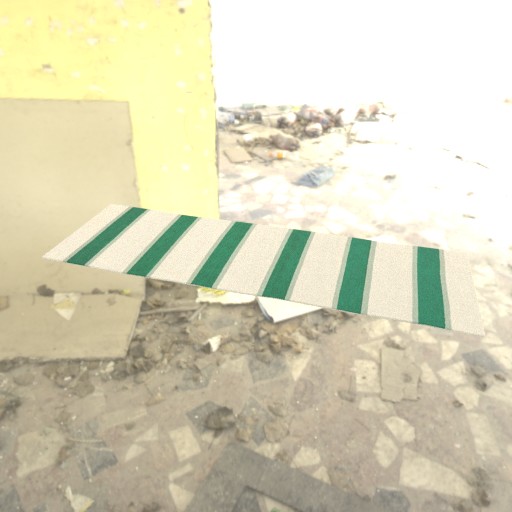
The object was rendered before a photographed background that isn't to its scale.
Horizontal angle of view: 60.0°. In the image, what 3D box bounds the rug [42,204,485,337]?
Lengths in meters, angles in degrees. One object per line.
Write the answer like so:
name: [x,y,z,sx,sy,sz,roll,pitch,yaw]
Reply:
rug: [0.000,0.000,2.655,2.438,0.012,0.768,9,33,14]
